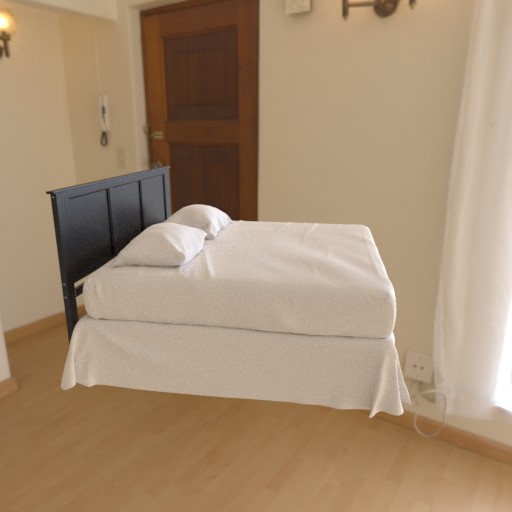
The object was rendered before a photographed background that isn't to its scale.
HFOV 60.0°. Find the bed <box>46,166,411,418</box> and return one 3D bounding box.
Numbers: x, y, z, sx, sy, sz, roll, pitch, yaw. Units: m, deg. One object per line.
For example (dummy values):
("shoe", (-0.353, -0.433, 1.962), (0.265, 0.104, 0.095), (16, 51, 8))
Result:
("bed", (0.000, 0.000, 3.614), (2.219, 1.271, 2.315), (3, 16, 9))
